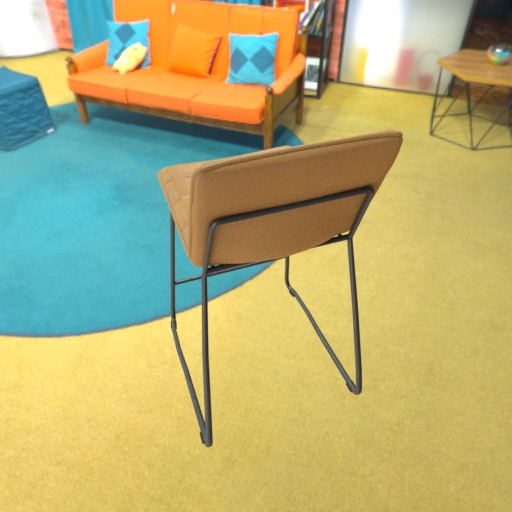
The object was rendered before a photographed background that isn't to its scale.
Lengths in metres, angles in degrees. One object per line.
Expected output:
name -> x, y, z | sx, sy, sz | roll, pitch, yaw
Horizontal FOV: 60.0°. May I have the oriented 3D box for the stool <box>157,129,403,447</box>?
stool -> 0.000, 0.000, 1.179 | 0.489, 0.866, 0.524 | -14, 43, -15
